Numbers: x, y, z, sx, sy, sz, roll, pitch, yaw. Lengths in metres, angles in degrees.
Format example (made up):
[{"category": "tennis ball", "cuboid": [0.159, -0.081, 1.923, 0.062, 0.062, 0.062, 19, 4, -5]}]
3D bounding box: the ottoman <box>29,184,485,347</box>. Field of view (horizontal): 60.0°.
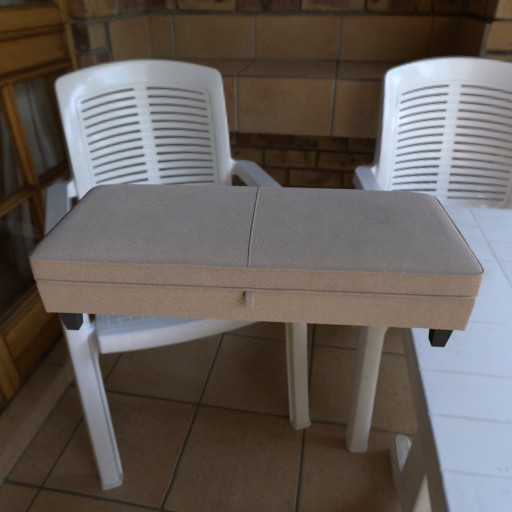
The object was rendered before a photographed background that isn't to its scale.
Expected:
[{"category": "ottoman", "cuboid": [0.000, 0.000, 1.995, 1.726, 0.460, 0.735, 2, 32, 3]}]
